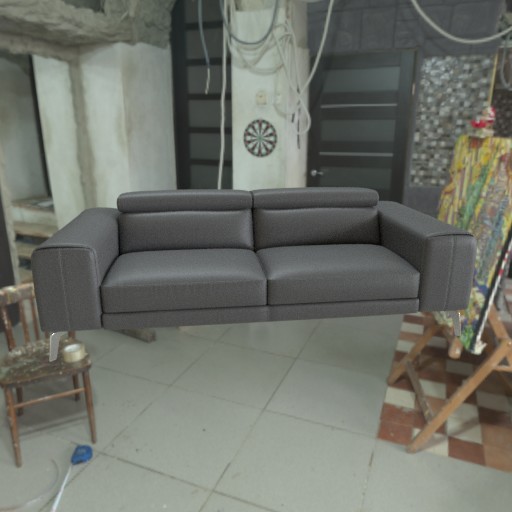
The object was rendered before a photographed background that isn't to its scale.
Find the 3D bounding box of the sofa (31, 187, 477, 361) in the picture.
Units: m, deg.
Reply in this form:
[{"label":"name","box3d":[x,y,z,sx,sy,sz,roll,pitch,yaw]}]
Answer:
[{"label":"sofa","box3d":[0.000,0.000,2.775,2.321,0.759,1.023,-2,17,-7]}]
